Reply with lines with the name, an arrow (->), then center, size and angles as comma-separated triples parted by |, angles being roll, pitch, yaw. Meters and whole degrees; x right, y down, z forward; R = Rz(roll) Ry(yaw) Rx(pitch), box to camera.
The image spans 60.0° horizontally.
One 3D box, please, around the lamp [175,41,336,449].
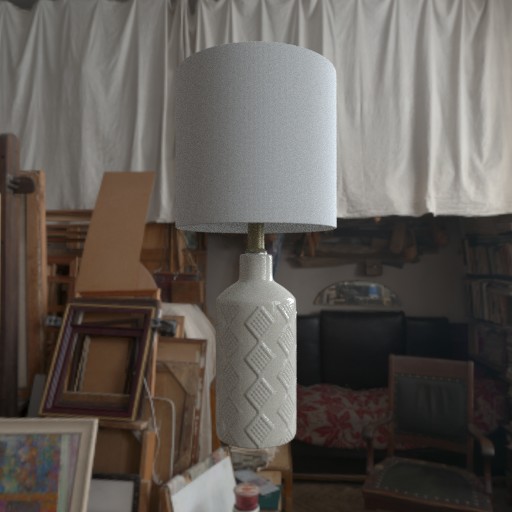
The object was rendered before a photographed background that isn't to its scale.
lamp -> 0.000, 0.000, 0.578 | 0.207, 0.461, 0.207 | 0, 0, -37
